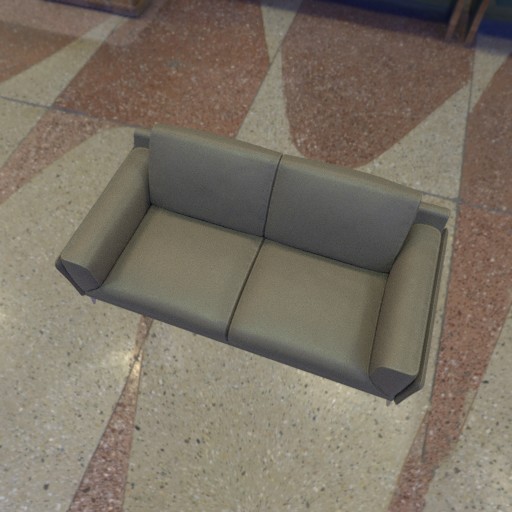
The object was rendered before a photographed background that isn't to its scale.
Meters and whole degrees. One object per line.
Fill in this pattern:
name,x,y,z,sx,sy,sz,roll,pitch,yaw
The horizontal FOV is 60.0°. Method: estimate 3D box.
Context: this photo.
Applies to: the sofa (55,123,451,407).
sofa,0.000,0.000,2.683,2.101,0.930,1.049,17,60,10
